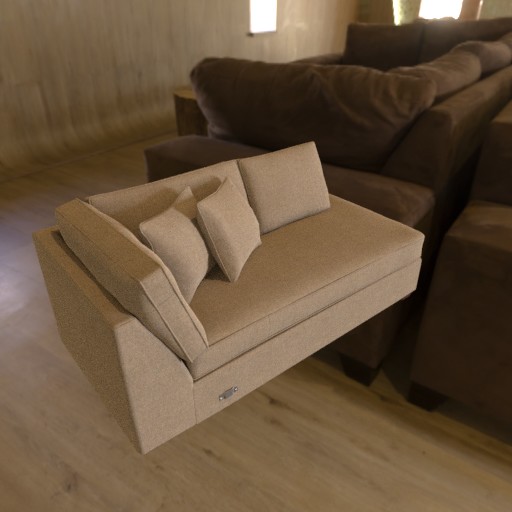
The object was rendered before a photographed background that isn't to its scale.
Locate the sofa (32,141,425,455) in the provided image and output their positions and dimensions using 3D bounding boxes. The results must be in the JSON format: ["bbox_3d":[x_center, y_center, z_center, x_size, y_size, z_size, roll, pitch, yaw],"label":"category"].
[{"bbox_3d":[0.000,0.000,2.775,2.238,1.019,1.110,-22,37,-33],"label":"sofa"}]
